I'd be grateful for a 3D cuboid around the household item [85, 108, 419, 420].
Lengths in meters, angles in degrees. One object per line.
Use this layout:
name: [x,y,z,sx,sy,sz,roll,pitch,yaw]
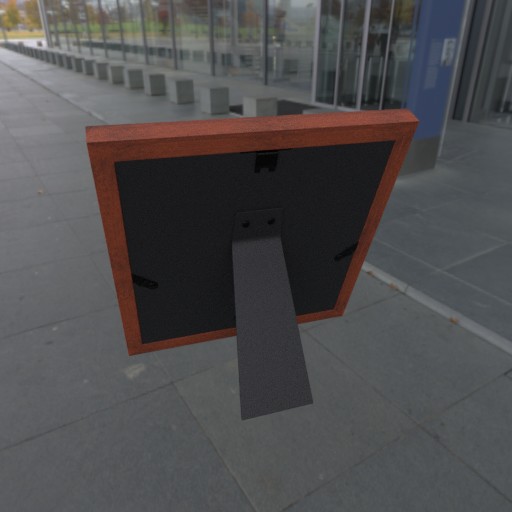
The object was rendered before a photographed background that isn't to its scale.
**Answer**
household item: [0.000,0.000,0.385,0.240,0.240,0.131,-8,28,-15]
